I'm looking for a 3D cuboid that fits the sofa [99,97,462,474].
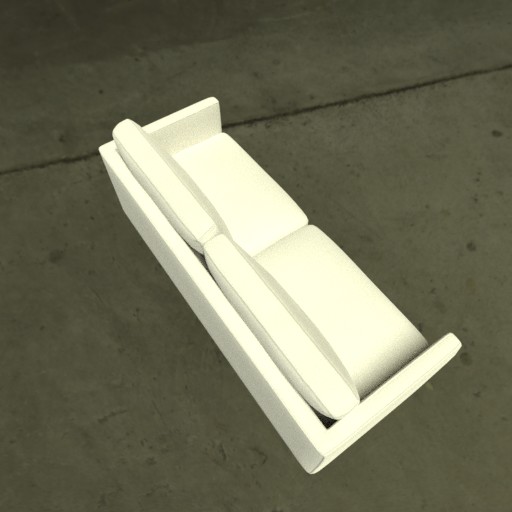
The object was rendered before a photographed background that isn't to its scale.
[{"bbox_3d":[0.000,0.000,2.810,0.951,0.962,2.361,-31,63,-18],"label":"sofa"}]
